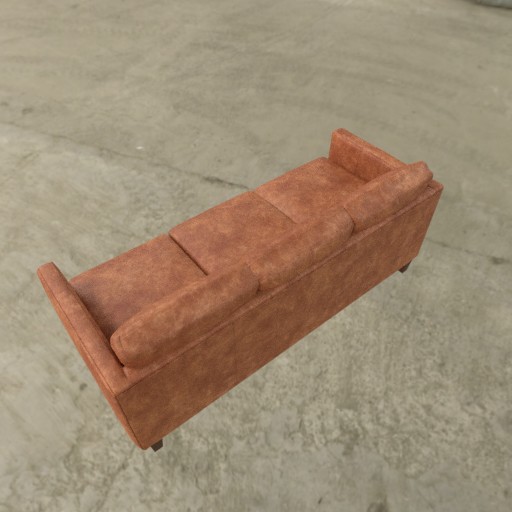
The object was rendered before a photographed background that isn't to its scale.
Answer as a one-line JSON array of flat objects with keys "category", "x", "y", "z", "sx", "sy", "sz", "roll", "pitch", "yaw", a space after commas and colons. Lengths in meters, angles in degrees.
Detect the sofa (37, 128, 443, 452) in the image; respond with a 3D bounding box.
[{"category": "sofa", "x": 0.000, "y": 0.000, "z": 2.975, "sx": 2.464, "sy": 1.006, "sz": 1.045, "roll": -30, "pitch": 53, "yaw": -25}]
